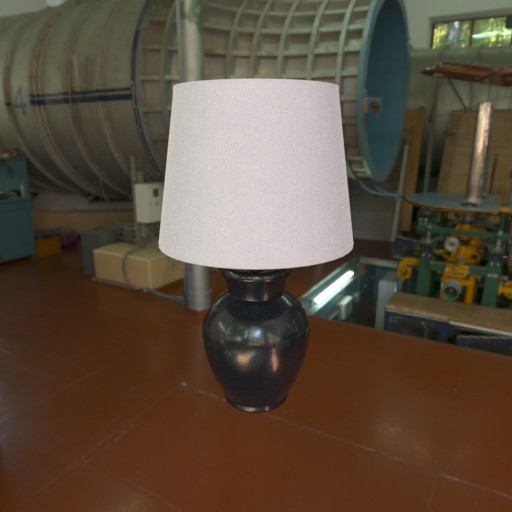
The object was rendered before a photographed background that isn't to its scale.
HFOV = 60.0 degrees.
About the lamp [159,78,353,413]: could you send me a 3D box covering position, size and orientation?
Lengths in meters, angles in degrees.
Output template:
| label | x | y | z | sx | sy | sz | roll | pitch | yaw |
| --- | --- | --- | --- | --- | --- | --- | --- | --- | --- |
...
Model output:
| label | x | y | z | sx | sy | sz | roll | pitch | yaw |
| --- | --- | --- | --- | --- | --- | --- | --- | --- | --- |
| lamp | 0.000 | 0.000 | 0.562 | 0.239 | 0.399 | 0.239 | 0 | 16 | 0 |
